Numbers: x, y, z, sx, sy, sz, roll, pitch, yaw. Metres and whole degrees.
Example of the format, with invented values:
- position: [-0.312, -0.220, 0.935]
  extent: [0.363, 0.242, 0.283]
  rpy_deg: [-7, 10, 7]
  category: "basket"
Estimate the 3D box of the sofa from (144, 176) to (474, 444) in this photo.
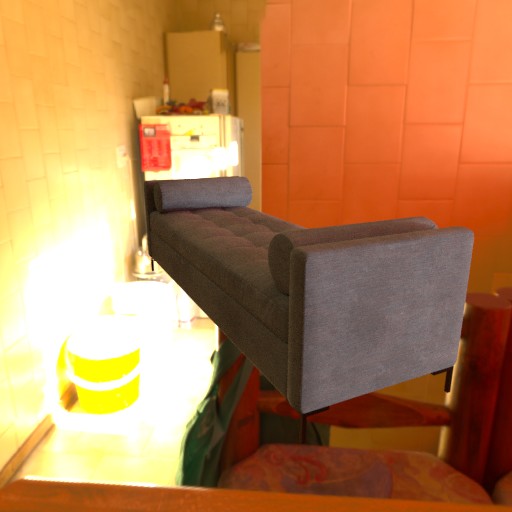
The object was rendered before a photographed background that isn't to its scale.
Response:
- position: [0.000, 0.000, 2.282]
  extent: [0.686, 0.635, 1.981]
  rpy_deg: [-8, 18, -25]
  category: "sofa"
